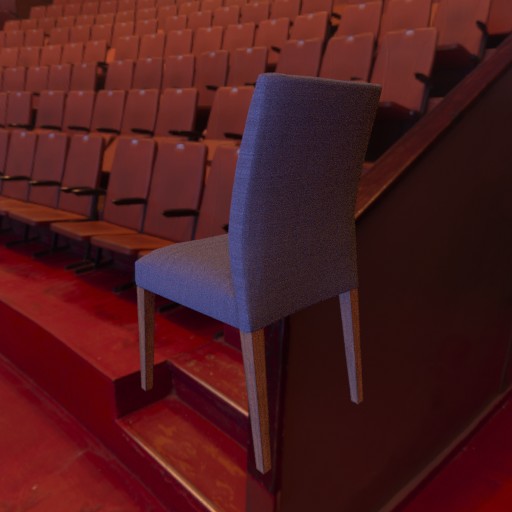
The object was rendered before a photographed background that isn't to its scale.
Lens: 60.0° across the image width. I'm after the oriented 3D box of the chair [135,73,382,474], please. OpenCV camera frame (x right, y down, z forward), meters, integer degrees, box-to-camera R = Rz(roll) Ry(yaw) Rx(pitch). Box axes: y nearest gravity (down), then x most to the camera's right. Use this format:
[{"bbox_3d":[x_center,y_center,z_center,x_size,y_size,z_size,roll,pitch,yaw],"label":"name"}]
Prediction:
[{"bbox_3d":[0.000,0.000,1.304,0.496,0.940,0.585,-15,23,-42],"label":"chair"}]
